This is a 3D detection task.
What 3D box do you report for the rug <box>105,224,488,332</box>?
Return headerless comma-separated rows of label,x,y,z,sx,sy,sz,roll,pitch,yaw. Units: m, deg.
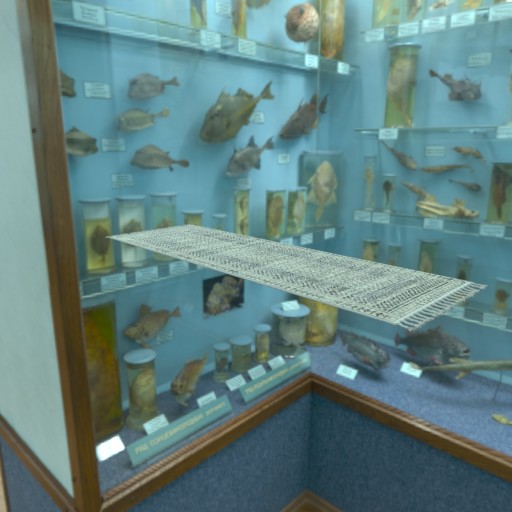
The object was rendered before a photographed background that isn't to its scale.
rug,0.000,0.000,2.753,0.786,0.013,2.480,-13,19,-43
